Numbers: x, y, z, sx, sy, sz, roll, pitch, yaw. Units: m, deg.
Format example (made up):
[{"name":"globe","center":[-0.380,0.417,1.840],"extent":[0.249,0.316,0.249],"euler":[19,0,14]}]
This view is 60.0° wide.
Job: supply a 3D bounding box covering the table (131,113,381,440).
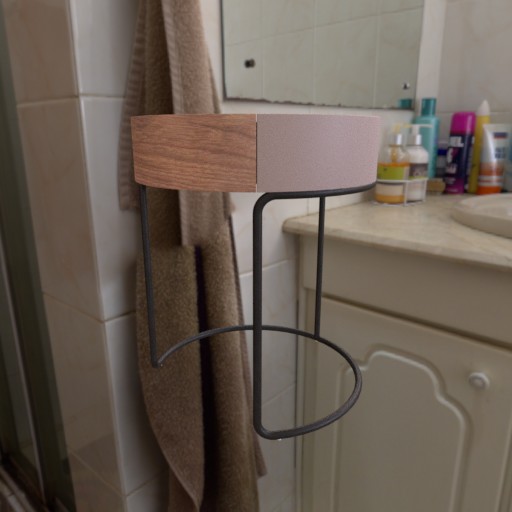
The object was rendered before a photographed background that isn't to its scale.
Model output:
[{"name":"table","center":[0.000,0.000,0.894],"extent":[0.450,0.530,0.450],"euler":[0,16,0]}]
